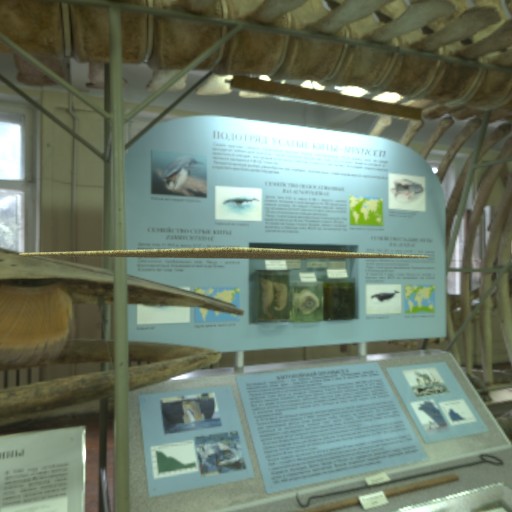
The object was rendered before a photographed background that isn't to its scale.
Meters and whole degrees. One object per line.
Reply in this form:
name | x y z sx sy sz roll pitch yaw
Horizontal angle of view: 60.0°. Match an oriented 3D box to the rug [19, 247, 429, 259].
rug | 0.000 0.000 2.317 1.243 0.014 1.846 -1 -1 37
